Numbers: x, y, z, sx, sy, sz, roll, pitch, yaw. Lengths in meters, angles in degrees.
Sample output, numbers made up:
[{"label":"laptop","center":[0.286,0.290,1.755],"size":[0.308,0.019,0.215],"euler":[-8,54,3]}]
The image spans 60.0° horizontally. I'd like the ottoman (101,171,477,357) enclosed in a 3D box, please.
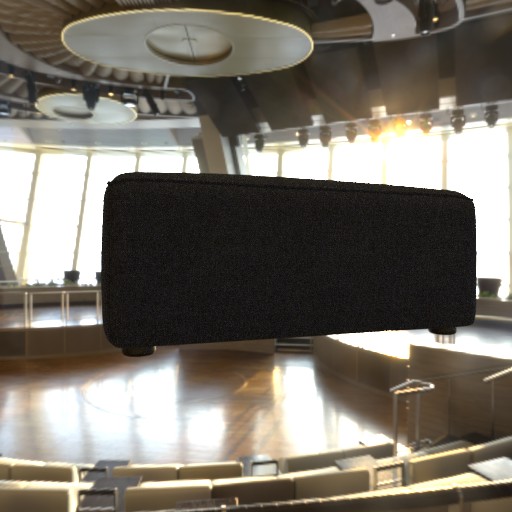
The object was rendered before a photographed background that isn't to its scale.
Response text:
[{"label":"ottoman","center":[0.000,0.000,1.535],"size":[1.000,0.439,1.000],"euler":[0,0,-18]}]
